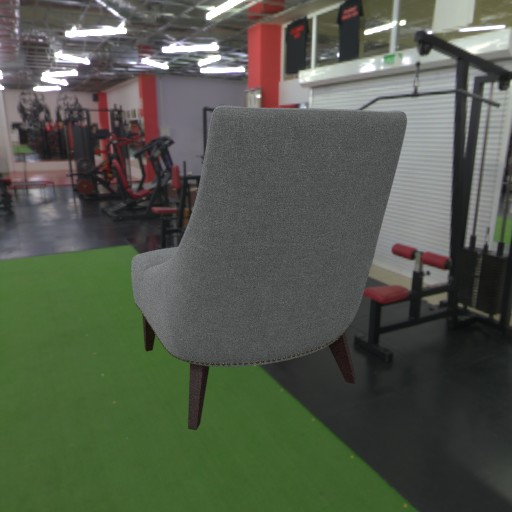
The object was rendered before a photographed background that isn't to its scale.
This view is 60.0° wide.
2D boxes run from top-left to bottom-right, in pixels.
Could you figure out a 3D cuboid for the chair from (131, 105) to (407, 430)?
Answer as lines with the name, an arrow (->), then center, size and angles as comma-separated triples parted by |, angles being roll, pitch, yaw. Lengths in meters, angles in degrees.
chair -> 0.000, 0.000, 1.488 | 0.701, 0.909, 0.861 | -7, 17, -25
